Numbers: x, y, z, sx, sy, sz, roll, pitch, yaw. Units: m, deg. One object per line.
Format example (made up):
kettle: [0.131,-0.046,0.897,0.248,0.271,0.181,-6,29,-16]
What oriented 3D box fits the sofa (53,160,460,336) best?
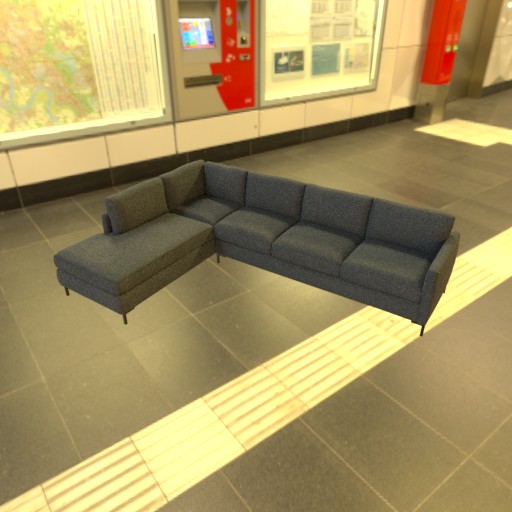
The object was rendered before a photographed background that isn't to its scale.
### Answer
sofa: [0.000,0.000,3.852,2.949,0.815,2.007,18,35,28]
